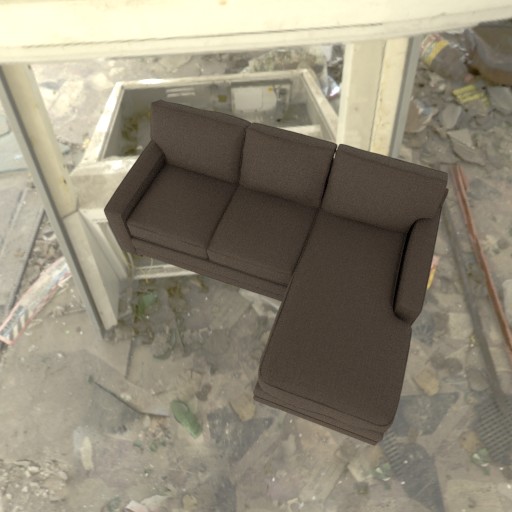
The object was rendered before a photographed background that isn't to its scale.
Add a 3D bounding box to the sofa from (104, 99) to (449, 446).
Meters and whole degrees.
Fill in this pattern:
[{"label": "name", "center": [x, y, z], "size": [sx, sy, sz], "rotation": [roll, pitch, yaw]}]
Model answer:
[{"label": "sofa", "center": [0.000, 0.000, 3.221], "size": [2.370, 0.973, 1.790], "rotation": [18, 60, 11]}]
